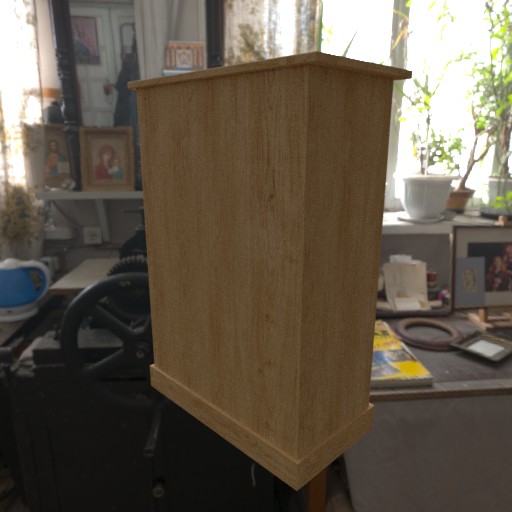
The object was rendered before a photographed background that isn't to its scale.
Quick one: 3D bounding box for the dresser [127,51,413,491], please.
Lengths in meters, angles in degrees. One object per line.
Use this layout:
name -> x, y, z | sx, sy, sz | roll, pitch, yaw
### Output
dresser -> 0.000, 0.000, 1.713 | 0.485, 1.300, 0.915 | -14, 21, -43
